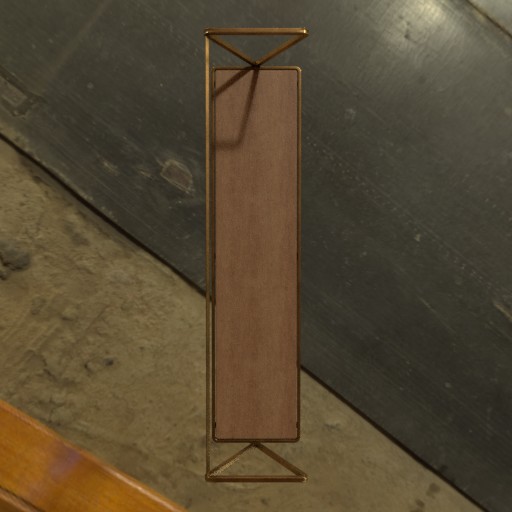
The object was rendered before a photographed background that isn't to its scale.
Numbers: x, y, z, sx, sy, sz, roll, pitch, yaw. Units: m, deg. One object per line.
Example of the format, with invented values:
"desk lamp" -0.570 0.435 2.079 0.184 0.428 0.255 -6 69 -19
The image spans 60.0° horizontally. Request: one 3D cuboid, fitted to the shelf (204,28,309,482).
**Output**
"shelf" 0.000 0.000 0.743 0.150 0.229 0.645 0 91 0
